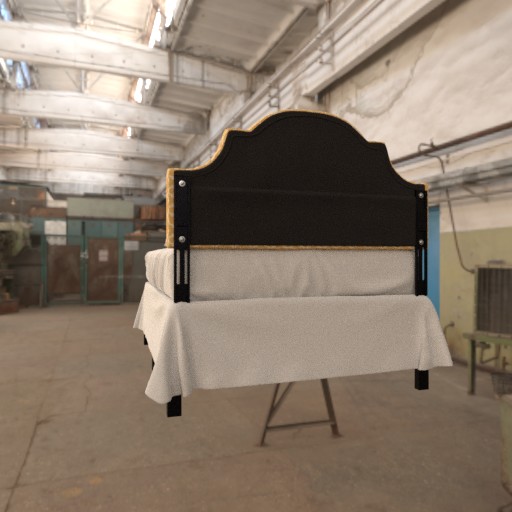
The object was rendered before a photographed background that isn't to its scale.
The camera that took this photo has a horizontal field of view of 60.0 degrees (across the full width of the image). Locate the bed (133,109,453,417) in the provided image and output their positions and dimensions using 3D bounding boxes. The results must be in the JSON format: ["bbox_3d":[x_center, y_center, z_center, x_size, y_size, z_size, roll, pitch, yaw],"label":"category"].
[{"bbox_3d":[0.000,0.000,3.395,1.780,1.633,2.222,0,0,-18],"label":"bed"}]
